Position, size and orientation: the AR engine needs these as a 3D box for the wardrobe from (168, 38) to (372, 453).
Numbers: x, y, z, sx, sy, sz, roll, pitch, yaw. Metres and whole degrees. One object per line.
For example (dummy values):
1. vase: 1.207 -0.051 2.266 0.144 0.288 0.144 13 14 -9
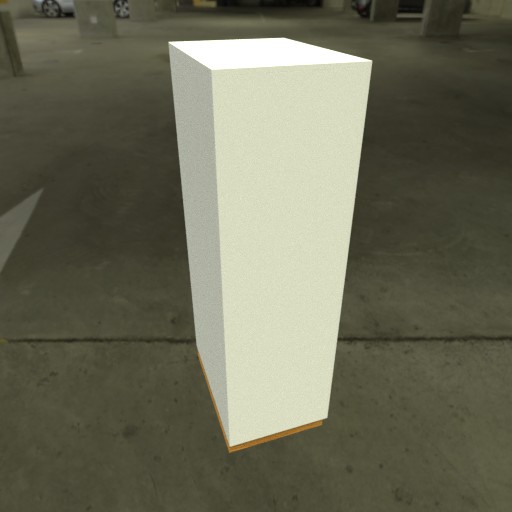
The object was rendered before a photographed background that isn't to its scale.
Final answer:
1. wardrobe: 0.000 0.000 2.406 0.600 2.040 0.860 -10 33 -16
